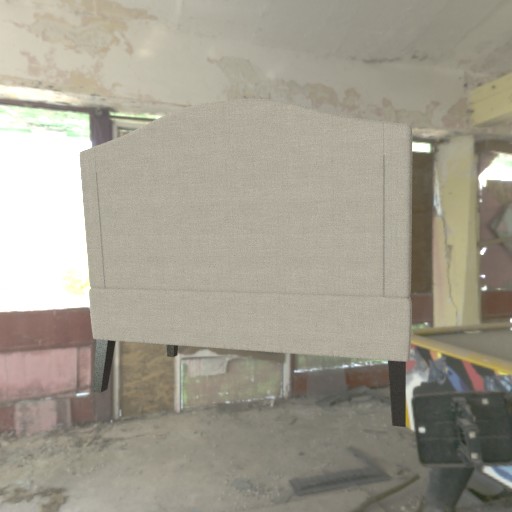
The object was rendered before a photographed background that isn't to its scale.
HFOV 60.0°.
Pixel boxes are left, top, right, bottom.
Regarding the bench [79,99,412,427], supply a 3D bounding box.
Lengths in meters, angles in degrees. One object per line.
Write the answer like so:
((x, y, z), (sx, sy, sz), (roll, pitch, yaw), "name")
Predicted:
((0.000, 0.000, 2.036), (1.335, 1.180, 0.815), (0, 1, 17), "bench")
